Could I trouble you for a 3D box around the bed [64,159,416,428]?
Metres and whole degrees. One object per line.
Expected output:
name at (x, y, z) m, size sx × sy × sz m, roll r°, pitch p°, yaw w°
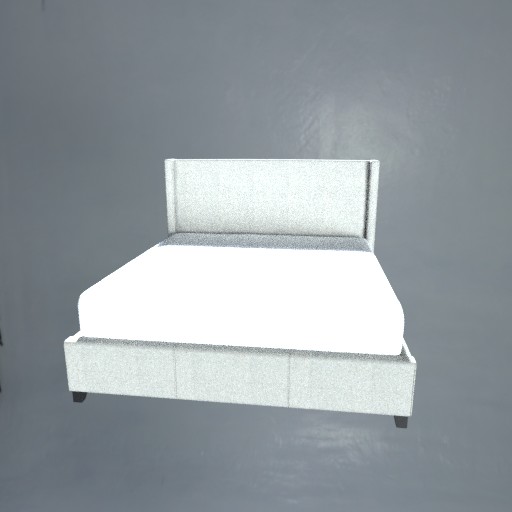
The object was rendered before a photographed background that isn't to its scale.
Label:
bed at (0.000, 0.000, 3.636) m, size 2.140 × 1.470 × 2.280 m, roll 2°, pitch 15°, yaw 7°
